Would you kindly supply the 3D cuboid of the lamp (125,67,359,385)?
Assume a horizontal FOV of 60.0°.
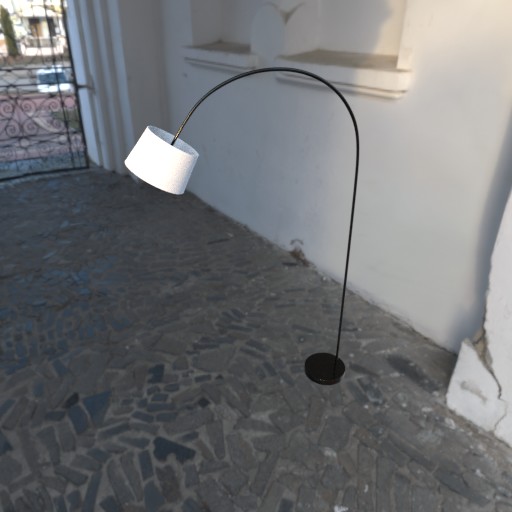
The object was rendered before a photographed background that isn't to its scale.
[{"bbox_3d":[0.000,0.000,2.681,1.363,2.104,0.331,-8,29,-14],"label":"lamp"}]
